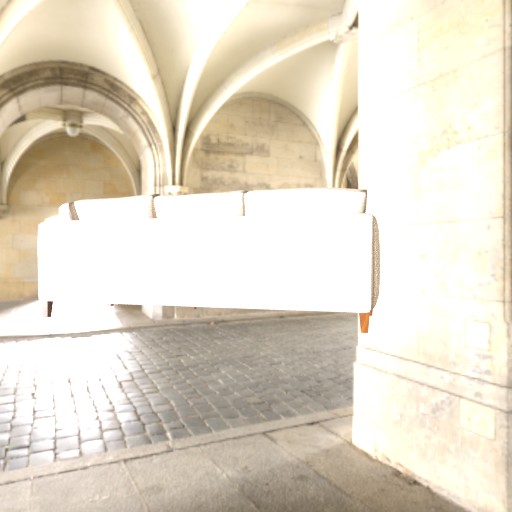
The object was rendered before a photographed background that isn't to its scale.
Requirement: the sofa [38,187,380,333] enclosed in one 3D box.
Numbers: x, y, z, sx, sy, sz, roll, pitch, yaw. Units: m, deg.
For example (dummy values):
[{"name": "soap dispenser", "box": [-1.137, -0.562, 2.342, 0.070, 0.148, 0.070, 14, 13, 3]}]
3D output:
[{"name": "sofa", "box": [0.000, 0.000, 4.742, 2.594, 0.961, 3.460, 0, 0, 17]}]
